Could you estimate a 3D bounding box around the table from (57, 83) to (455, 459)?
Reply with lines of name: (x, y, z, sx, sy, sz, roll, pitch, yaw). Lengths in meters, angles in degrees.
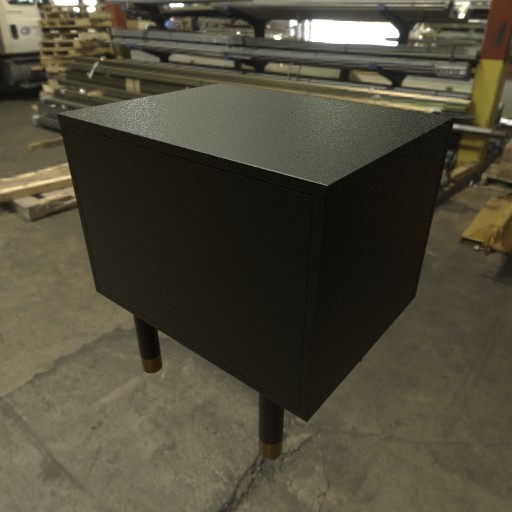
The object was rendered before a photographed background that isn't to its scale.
table: (0.000, 0.000, 0.936, 0.564, 0.584, 0.441, 22, 37, 33)
